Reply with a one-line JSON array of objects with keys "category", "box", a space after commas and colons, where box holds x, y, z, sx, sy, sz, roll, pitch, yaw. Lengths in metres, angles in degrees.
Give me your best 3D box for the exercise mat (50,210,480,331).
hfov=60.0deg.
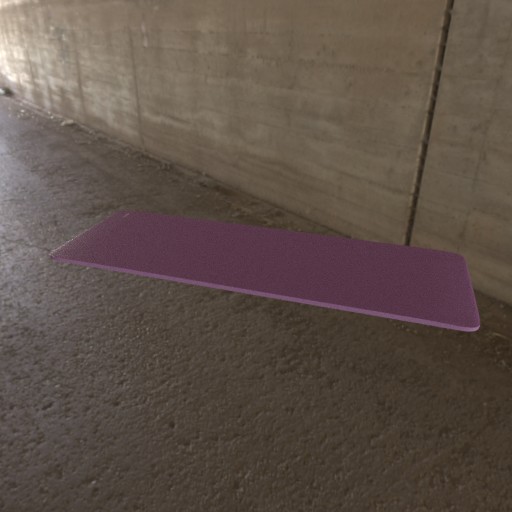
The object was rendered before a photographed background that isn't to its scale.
[{"category": "exercise mat", "box": [0.000, 0.000, 2.071, 1.869, 0.021, 0.616, 8, 29, 16]}]
